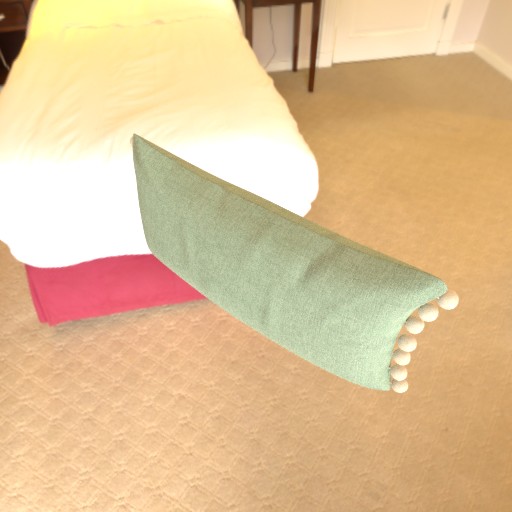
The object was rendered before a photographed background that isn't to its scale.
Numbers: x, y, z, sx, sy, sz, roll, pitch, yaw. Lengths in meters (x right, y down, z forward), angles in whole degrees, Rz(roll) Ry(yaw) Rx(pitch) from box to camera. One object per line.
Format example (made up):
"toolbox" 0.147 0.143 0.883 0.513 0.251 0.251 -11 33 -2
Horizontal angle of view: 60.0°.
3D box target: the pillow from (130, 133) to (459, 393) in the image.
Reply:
"pillow" 0.000 0.000 0.860 0.709 0.322 0.201 30 53 26
